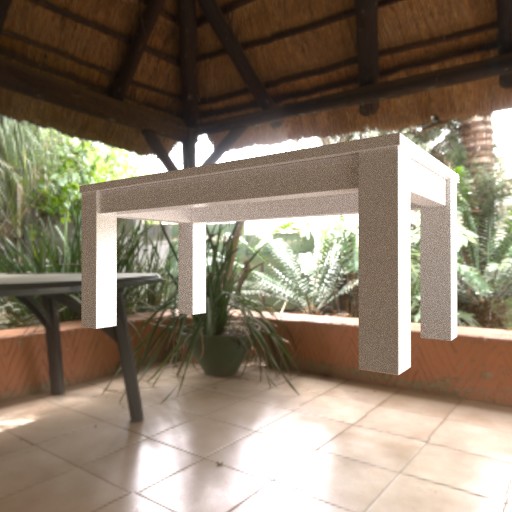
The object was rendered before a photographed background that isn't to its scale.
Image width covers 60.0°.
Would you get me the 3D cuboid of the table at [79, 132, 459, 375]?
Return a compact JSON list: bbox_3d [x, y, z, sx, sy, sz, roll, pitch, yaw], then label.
[{"bbox_3d":[0.000,0.000,2.325,1.800,0.790,0.900,0,0,36],"label":"table"}]
